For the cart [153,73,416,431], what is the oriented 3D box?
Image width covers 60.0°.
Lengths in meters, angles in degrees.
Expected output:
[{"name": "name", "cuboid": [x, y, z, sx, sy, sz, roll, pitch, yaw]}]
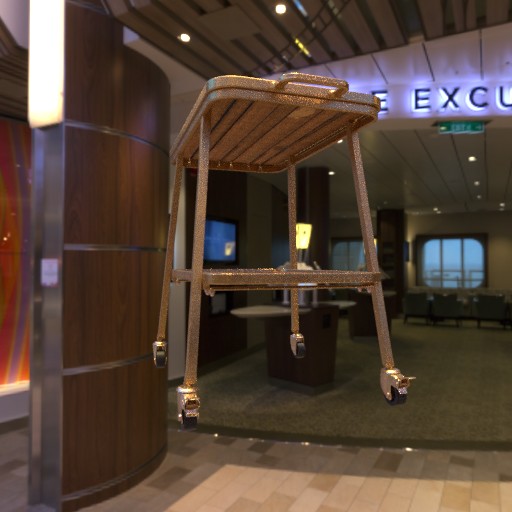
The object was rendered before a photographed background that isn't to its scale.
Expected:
[{"name": "cart", "cuboid": [0.000, 0.000, 1.245, 0.524, 0.700, 0.806, 0, -1, -18]}]
